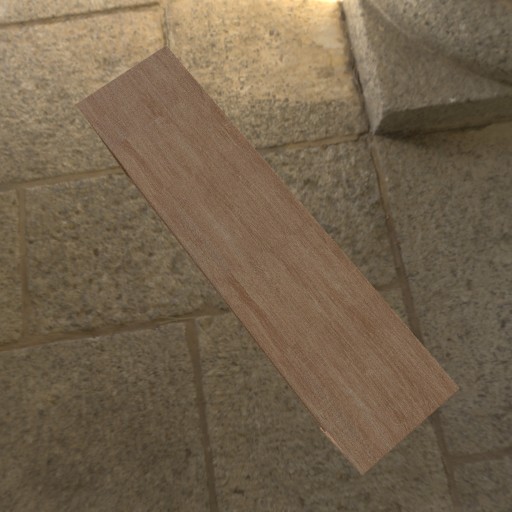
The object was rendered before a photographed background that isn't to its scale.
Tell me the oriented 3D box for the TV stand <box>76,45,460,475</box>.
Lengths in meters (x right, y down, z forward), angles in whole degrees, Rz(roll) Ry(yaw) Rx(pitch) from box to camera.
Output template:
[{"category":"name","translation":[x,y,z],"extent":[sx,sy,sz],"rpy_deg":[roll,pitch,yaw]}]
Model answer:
[{"category":"TV stand","translation":[0.000,0.000,1.685],"extent":[0.398,0.610,1.466],"rpy_deg":[-37,79,-8]}]
